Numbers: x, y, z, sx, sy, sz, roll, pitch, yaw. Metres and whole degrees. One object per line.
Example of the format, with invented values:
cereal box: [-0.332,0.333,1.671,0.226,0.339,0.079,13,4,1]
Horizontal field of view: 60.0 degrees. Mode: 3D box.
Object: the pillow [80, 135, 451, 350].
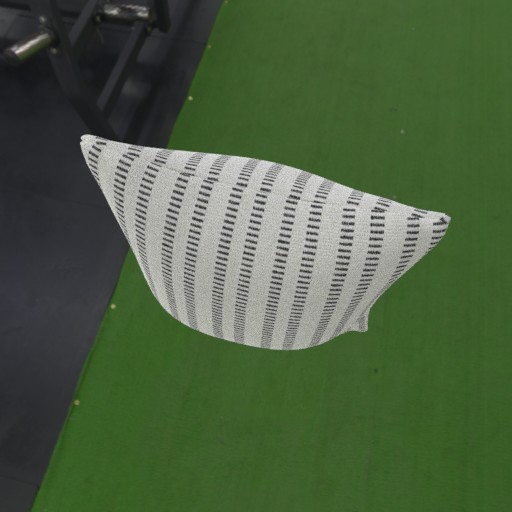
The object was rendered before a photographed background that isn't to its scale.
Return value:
pillow: [0.000,0.000,0.683,0.438,0.419,0.247,13,66,6]
